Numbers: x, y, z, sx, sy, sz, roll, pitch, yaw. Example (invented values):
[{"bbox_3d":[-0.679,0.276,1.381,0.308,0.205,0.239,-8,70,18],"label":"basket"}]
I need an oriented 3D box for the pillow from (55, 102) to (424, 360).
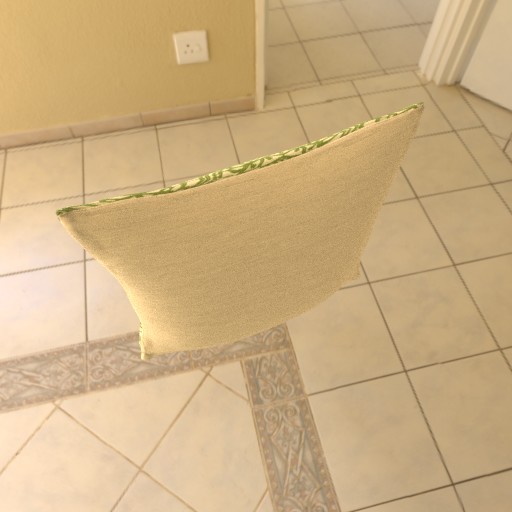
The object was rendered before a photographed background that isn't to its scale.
[{"bbox_3d":[0.000,0.000,0.657,0.440,0.419,0.162,-19,60,-12],"label":"pillow"}]
